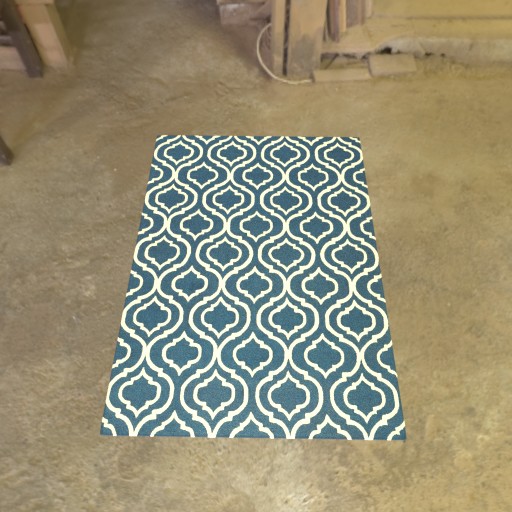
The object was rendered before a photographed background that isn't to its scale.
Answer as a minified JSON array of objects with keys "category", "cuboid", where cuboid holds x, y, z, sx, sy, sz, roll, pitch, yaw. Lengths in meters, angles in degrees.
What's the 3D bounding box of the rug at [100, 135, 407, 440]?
[{"category":"rug","cuboid":[0.000,0.000,2.766,1.524,0.010,2.134,1,58,0]}]
